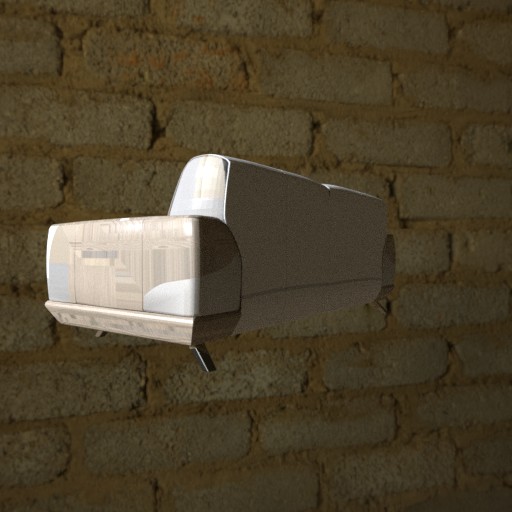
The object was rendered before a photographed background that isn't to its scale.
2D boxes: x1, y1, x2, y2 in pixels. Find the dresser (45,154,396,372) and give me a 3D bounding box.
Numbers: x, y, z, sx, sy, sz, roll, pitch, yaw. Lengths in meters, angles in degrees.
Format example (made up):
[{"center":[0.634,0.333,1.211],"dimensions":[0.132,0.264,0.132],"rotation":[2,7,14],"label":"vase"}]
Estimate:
[{"center":[0.000,0.000,5.924],"dimensions":[2.251,1.863,4.679],"rotation":[0,0,36],"label":"dresser"}]
